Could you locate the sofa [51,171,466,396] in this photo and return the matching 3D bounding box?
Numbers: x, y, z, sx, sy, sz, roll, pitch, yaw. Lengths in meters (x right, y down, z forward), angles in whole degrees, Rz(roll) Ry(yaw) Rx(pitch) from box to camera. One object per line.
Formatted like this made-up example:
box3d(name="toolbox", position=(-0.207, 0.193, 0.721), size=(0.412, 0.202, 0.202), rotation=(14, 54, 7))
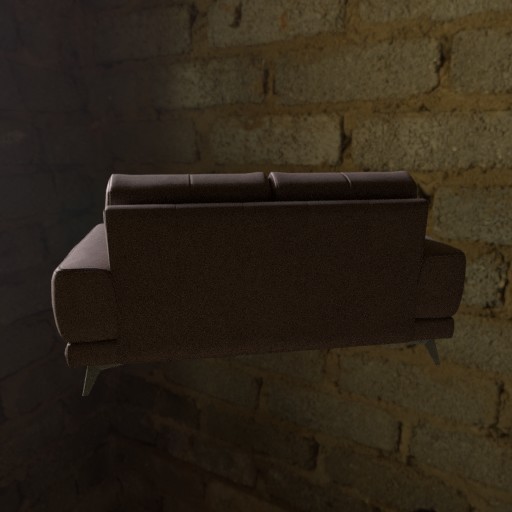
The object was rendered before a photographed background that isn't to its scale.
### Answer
box3d(name="sofa", position=(0.000, 0.000, 2.328), size=(1.806, 0.907, 1.018), rotation=(-2, 15, -9))
